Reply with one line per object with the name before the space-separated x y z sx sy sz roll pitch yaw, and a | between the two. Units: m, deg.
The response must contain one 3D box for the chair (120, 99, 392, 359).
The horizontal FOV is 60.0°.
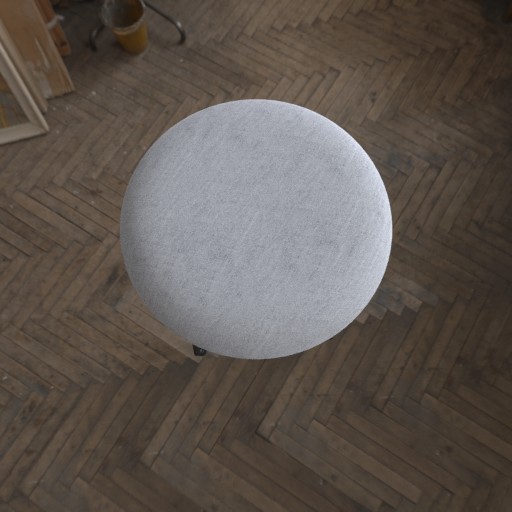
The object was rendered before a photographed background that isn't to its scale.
chair | 0.000 0.000 0.659 0.350 0.386 0.350 37 78 9
